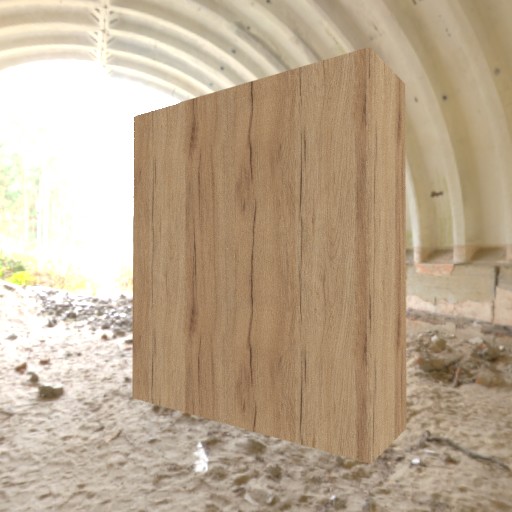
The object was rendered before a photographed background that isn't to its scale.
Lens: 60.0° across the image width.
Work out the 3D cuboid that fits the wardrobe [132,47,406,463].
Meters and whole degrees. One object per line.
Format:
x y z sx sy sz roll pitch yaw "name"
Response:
0.000 0.000 2.959 1.810 2.070 0.580 0 -1 36 "wardrobe"
